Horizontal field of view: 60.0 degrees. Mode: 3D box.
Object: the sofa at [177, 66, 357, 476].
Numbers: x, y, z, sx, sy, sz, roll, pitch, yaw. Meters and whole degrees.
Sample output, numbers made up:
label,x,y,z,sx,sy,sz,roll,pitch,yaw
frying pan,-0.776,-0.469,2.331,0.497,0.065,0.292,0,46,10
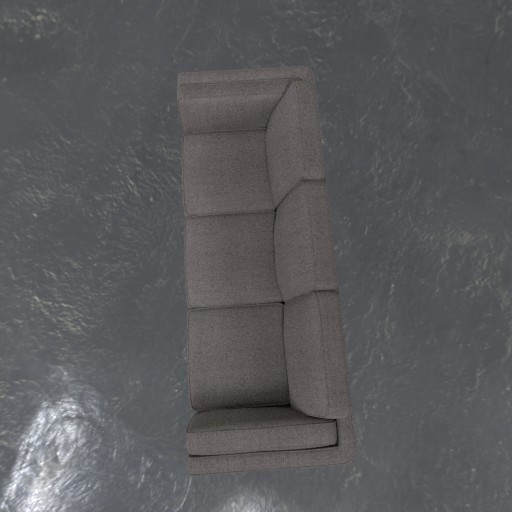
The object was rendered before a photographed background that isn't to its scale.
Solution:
label,x,y,z,sx,sy,sz,roll,pitch,yaw
sofa,0.000,0.000,2.745,0.903,0.899,2.362,-4,76,-1
